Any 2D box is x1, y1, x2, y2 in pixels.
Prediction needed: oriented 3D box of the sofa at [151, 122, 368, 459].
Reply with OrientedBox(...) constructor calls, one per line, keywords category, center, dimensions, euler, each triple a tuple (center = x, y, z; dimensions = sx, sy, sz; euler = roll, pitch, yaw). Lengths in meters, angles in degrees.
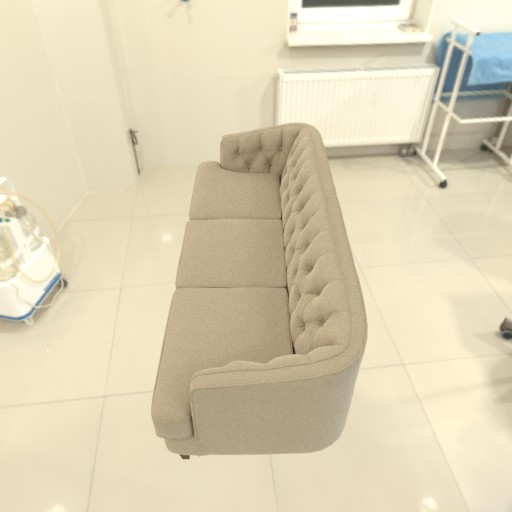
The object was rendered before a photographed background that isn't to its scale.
OrientedBox(category="sofa", center=(0.000, 0.000, 2.758), dimensions=(0.941, 0.855, 2.278), euler=(0, 40, 0))
